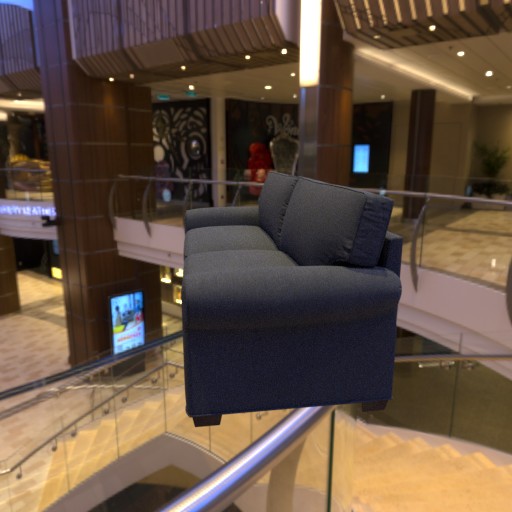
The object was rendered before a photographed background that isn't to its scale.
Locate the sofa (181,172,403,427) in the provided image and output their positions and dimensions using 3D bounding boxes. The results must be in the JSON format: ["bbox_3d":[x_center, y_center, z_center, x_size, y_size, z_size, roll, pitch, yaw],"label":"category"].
[{"bbox_3d":[0.000,0.000,2.921,0.954,1.026,2.391,-2,13,-8],"label":"sofa"}]
